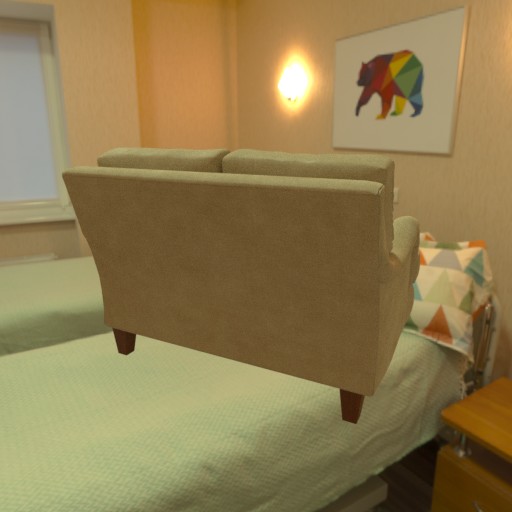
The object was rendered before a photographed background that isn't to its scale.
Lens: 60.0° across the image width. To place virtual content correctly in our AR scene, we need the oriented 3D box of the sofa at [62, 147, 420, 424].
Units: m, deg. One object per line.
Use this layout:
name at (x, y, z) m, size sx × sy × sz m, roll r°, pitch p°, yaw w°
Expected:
sofa at (0.000, 0.000, 2.266) m, size 1.498 × 1.087 × 1.086 m, roll 8°, pitch 18°, yaw 26°
